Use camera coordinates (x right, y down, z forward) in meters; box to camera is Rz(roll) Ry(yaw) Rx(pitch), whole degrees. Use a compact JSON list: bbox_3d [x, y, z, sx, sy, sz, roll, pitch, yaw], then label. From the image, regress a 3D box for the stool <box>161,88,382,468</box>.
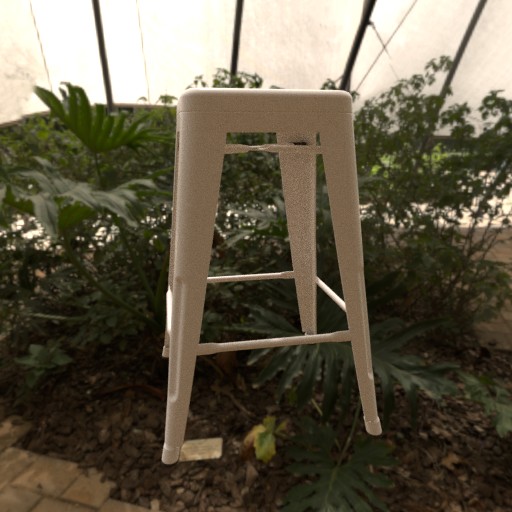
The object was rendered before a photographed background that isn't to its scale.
[{"bbox_3d":[0.000,0.000,0.893,0.406,0.610,0.406,-3,16,-11],"label":"stool"}]
